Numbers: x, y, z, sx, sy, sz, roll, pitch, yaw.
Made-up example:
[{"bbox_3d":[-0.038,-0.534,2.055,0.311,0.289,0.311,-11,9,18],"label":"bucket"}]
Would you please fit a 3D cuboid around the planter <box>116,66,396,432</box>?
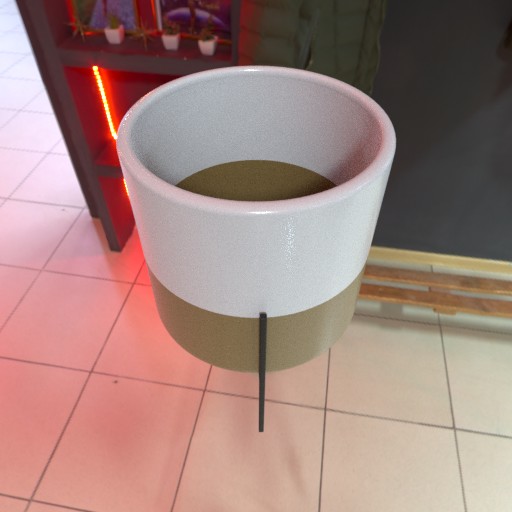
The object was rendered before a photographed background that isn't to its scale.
[{"bbox_3d":[0.000,0.000,0.641,0.310,0.432,0.310,33,55,28],"label":"planter"}]
